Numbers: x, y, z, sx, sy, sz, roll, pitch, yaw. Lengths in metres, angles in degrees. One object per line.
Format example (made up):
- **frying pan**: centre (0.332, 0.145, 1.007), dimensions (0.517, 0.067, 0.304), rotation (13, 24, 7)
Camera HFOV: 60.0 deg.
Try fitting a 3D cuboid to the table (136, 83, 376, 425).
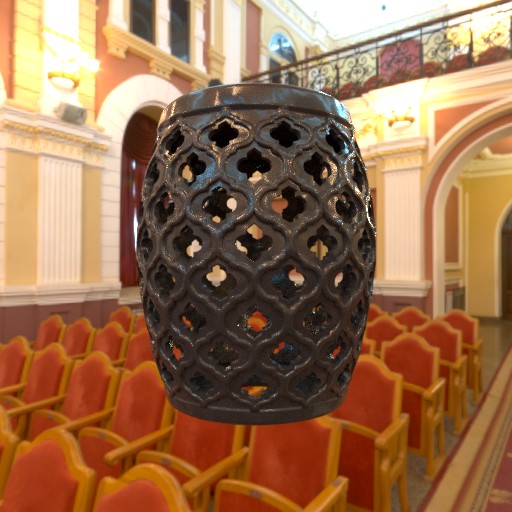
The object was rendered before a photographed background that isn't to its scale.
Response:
- **table**: centre (0.000, 0.000, 0.621), dimensions (0.325, 0.388, 0.325), rotation (0, -1, 0)
